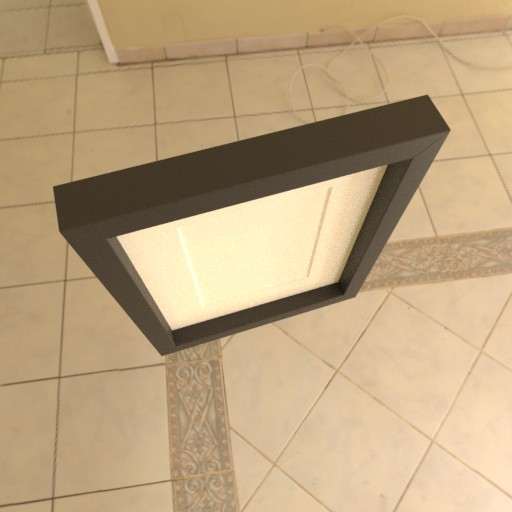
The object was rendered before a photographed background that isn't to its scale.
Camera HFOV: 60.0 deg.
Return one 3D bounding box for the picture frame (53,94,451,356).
[{"bbox_3d":[0.000,0.000,0.387,0.232,0.284,0.042,-16,65,-8],"label":"picture frame"}]
